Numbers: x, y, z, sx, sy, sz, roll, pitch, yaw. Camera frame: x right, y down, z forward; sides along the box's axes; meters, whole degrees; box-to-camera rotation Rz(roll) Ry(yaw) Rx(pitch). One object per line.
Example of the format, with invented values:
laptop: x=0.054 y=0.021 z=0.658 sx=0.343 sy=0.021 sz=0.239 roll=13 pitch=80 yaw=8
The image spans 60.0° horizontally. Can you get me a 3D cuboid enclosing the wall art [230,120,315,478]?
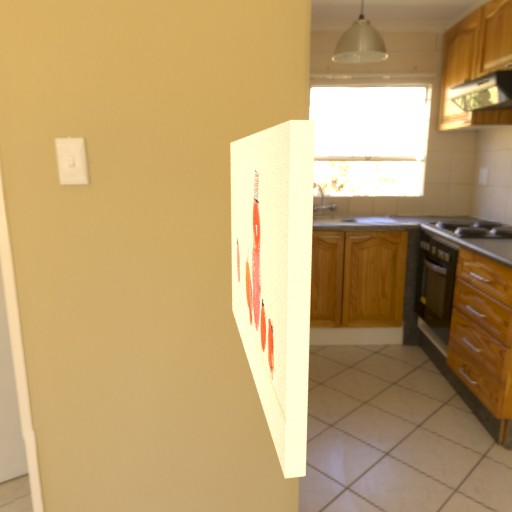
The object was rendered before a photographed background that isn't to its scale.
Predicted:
wall art: x=0.000 y=0.000 z=1.165 sx=0.038 sy=0.609 sz=0.914 roll=-2 pitch=12 yaw=-9
